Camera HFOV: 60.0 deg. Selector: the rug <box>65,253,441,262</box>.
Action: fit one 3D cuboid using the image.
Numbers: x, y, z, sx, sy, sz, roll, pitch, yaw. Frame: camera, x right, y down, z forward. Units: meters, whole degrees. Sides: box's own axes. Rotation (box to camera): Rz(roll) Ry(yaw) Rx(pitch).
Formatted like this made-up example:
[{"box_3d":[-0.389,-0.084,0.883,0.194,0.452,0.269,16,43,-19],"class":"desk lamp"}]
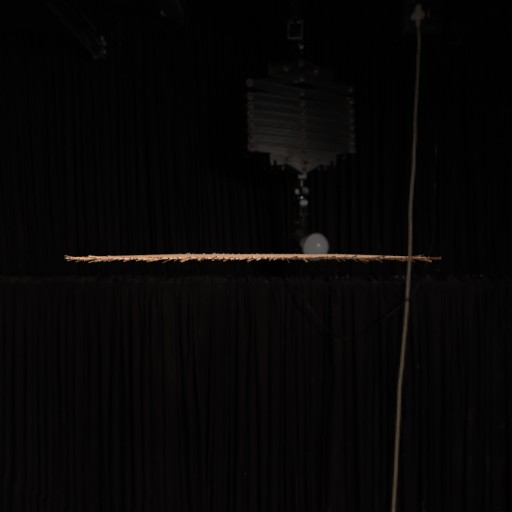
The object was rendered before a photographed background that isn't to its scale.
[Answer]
[{"box_3d":[0.000,0.000,2.436,1.224,0.027,2.085,0,1,1],"class":"rug"}]
